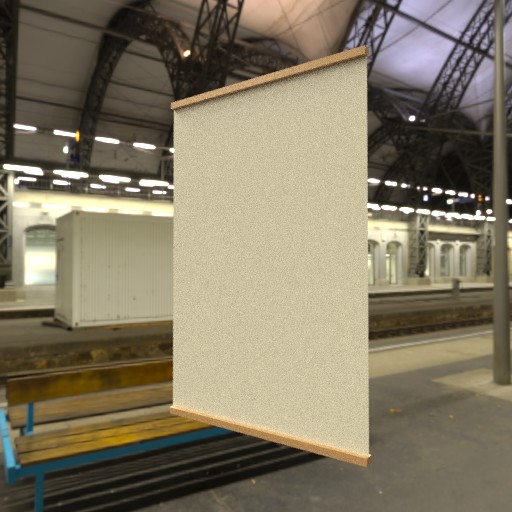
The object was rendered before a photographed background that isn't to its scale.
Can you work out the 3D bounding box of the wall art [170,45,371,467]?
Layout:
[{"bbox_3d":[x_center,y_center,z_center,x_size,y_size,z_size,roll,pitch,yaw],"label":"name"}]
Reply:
[{"bbox_3d":[0.000,0.000,1.275,0.669,1.020,0.027,-1,-1,35],"label":"wall art"}]
